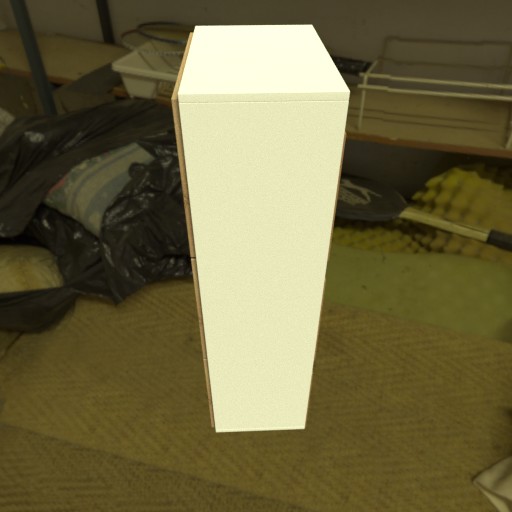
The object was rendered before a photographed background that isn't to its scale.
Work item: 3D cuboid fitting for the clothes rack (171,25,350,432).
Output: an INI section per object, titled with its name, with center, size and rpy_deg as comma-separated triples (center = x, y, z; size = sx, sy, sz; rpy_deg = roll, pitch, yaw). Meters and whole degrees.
[clothes rack]
center = 0.000, 0.000, 1.372
size = 0.331, 1.187, 0.500
rpy_deg = -2, 40, -2
